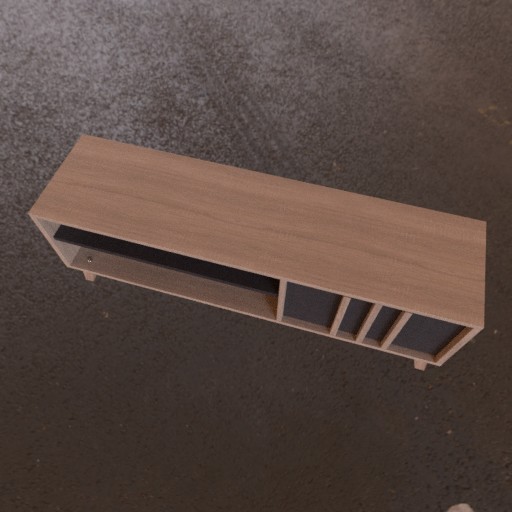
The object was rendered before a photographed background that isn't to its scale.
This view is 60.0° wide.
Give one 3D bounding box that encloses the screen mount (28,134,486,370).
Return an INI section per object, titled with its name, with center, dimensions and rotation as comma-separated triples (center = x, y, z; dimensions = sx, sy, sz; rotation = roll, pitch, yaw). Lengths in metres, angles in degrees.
[screen mount]
center = 0.000, 0.000, 1.716
dimensions = 1.500, 0.509, 0.401
rotation = 14, 60, 8
